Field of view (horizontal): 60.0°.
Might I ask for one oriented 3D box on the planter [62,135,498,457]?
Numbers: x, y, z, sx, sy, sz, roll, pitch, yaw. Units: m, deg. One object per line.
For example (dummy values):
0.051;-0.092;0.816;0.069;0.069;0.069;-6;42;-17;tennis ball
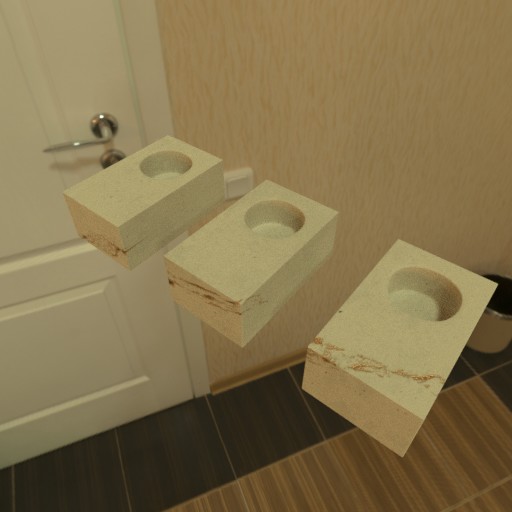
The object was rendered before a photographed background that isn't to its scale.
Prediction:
0.000;0.000;0.367;0.333;0.051;0.127;29;51;26;planter
